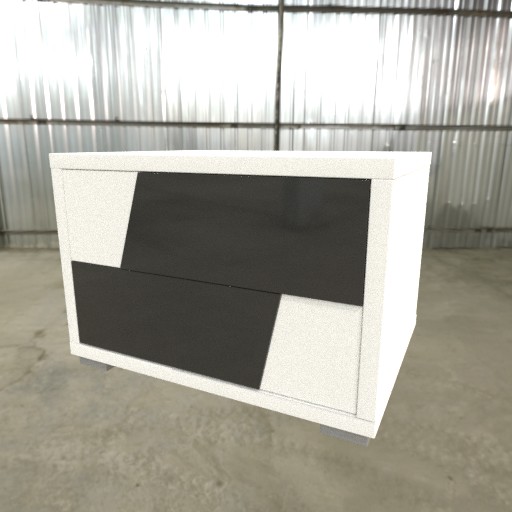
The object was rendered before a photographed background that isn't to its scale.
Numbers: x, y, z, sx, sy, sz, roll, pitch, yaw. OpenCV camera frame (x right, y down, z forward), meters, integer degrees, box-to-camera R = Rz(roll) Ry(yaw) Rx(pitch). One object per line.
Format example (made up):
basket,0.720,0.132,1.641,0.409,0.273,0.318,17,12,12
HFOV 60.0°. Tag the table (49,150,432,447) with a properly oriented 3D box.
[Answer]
table,0.000,0.000,0.787,0.517,0.357,0.399,7,16,25
